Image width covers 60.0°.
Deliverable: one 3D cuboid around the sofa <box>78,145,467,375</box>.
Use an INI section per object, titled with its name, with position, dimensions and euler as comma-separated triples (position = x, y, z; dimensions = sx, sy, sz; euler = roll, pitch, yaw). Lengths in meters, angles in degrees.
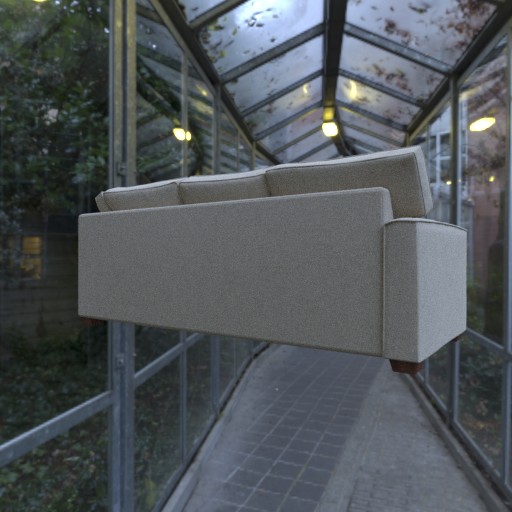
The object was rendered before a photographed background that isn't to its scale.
[sofa]
position = 0.000, 0.000, 2.828
dimensions = 2.317, 0.962, 1.061
euler = 0, 0, 35
